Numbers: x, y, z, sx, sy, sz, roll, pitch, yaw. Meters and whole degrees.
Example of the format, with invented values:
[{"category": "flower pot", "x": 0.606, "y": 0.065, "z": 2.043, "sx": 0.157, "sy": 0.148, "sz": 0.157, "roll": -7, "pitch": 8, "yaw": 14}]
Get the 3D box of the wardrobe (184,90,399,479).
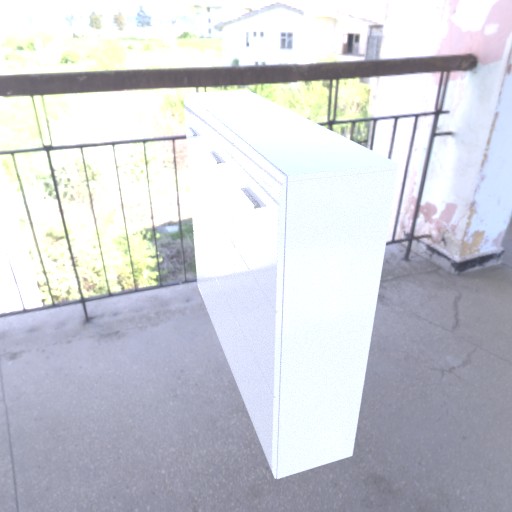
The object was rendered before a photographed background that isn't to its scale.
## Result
[{"category": "wardrobe", "x": 0.000, "y": 0.000, "z": 1.982, "sx": 0.360, "sy": 1.200, "sz": 1.340, "roll": -9, "pitch": 30, "yaw": -16}]
